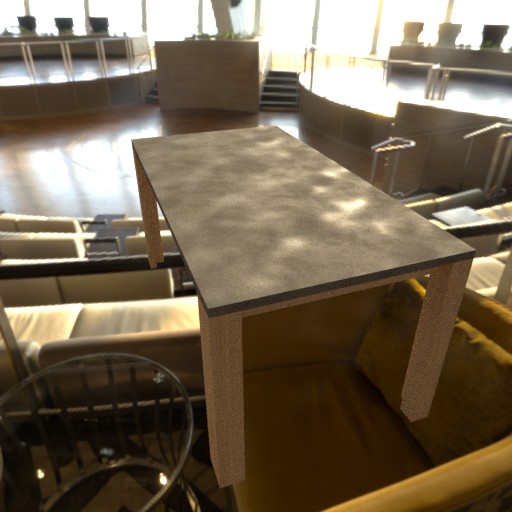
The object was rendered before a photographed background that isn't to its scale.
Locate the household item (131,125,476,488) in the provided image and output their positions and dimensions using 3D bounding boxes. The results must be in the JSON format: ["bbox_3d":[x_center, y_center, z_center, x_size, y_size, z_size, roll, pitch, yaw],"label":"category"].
[{"bbox_3d":[0.000,0.000,2.071,0.850,0.755,1.600,-11,32,-17],"label":"household item"}]
